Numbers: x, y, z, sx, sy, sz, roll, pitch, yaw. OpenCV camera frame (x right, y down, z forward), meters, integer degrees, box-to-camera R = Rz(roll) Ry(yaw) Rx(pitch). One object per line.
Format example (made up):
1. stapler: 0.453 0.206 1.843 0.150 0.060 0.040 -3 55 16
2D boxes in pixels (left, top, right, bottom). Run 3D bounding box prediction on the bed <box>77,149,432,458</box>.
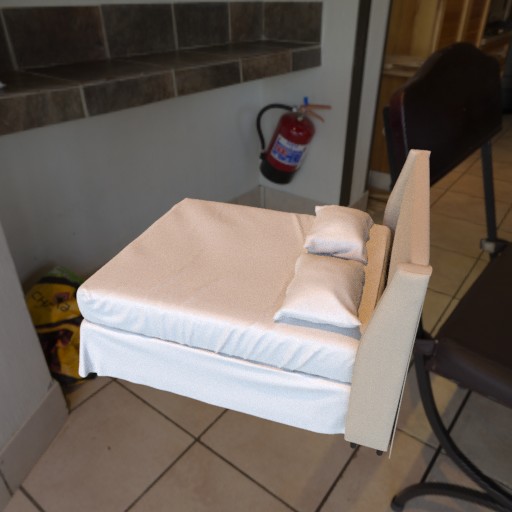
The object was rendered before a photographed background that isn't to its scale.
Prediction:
1. bed: 0.000 0.000 3.340 2.276 1.332 1.925 10 32 16
